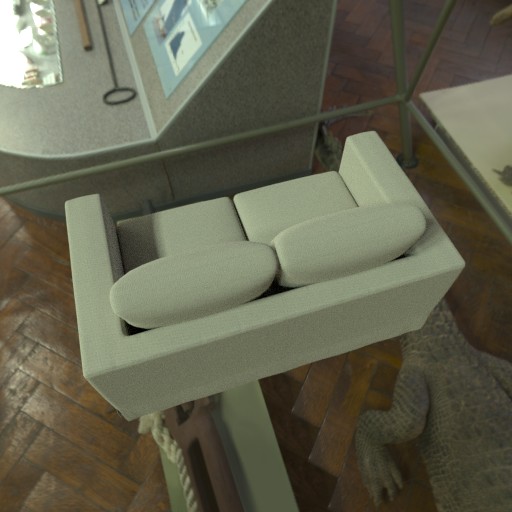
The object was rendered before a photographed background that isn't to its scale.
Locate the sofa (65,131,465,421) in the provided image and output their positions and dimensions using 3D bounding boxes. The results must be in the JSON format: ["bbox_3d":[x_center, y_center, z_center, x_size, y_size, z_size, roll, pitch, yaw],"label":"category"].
[{"bbox_3d":[0.000,0.000,2.379,1.813,0.932,1.009,-15,58,-10],"label":"sofa"}]
